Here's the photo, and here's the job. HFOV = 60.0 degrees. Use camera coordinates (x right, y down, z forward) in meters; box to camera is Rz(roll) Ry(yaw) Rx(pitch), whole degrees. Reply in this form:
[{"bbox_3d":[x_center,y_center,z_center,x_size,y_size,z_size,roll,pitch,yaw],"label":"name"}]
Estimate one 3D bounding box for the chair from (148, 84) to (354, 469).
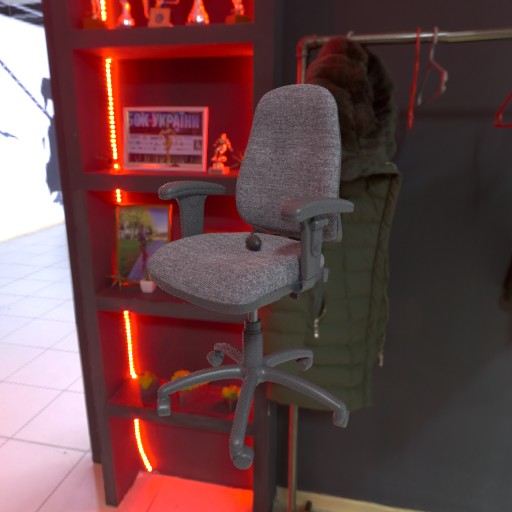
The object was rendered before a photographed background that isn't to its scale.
[{"bbox_3d":[0.000,0.000,1.227,0.550,0.910,0.530,15,21,43],"label":"chair"}]
